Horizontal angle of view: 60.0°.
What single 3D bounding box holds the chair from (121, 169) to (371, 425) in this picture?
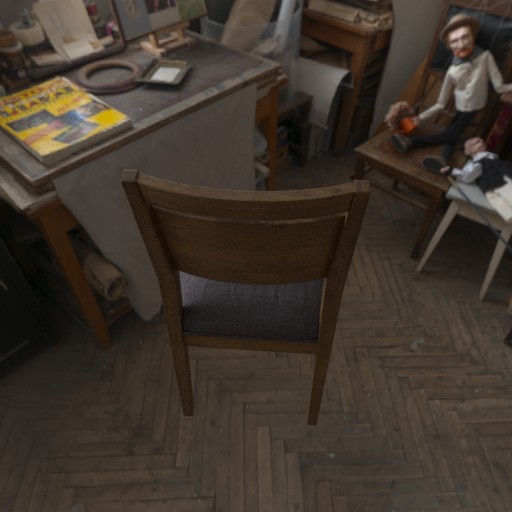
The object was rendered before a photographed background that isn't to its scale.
[{"bbox_3d":[0.000,0.000,1.275,0.501,0.939,0.610,3,47,3],"label":"chair"}]
